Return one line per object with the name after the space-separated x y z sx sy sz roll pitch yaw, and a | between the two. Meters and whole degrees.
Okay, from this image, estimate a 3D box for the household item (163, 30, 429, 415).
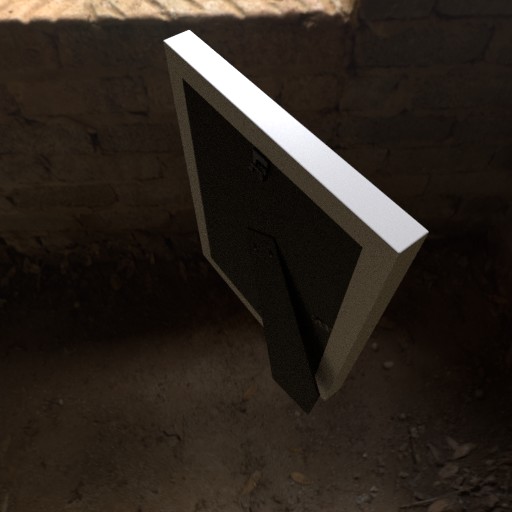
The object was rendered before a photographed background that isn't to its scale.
0.000 0.000 0.340 0.045 0.250 0.200 -33 63 -19 | household item
